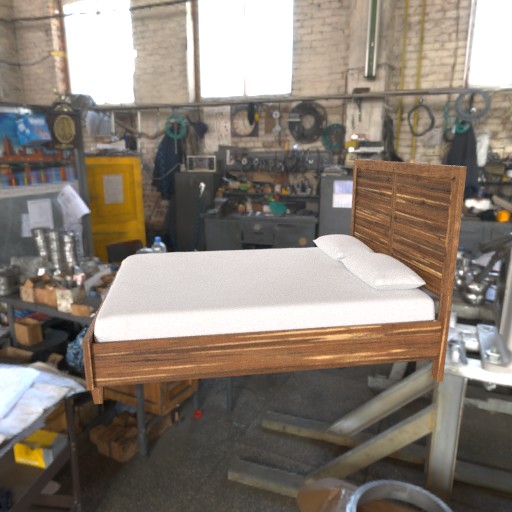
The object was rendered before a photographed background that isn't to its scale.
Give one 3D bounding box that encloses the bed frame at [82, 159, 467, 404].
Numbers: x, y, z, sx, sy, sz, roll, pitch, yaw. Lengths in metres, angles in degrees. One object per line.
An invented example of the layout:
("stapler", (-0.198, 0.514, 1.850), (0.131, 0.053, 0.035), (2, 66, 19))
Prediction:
("bed frame", (0.000, 0.000, 3.443), (2.276, 1.417, 1.696), (-2, 14, -9))
